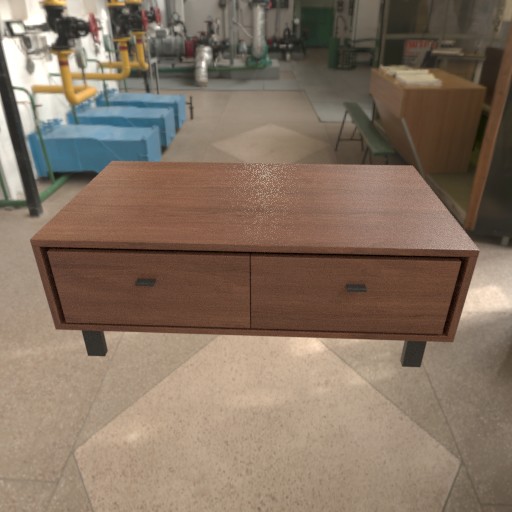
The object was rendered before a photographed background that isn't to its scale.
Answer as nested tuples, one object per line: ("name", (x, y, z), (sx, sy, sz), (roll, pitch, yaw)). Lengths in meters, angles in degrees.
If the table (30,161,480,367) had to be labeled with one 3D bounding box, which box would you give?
("table", (0.000, 0.000, 1.338), (1.020, 0.380, 0.600), (1, 30, 2))
